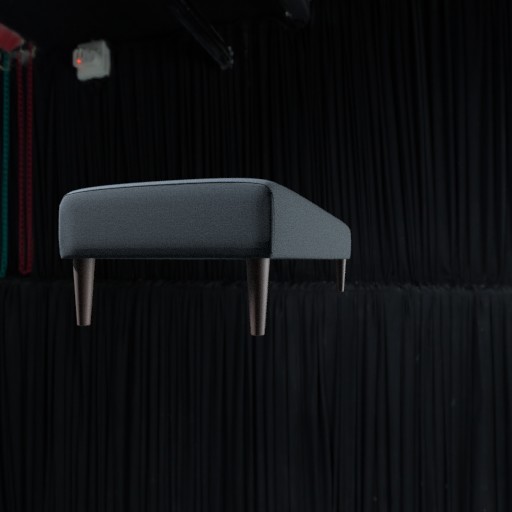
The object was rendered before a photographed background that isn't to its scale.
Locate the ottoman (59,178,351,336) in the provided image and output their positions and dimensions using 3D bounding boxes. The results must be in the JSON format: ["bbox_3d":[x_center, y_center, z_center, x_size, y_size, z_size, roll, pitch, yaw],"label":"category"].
[{"bbox_3d":[0.000,0.000,1.871,0.646,0.393,1.609,0,0,18],"label":"ottoman"}]
